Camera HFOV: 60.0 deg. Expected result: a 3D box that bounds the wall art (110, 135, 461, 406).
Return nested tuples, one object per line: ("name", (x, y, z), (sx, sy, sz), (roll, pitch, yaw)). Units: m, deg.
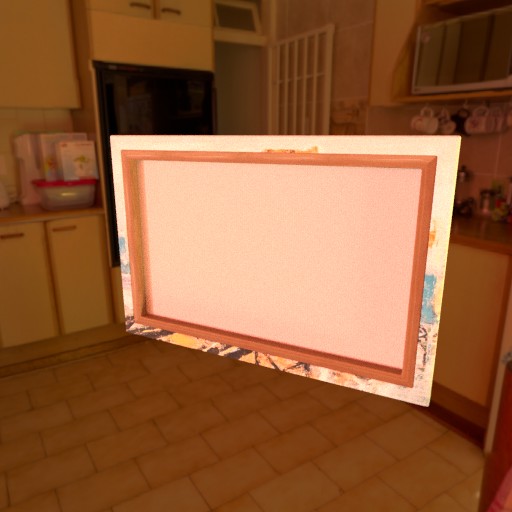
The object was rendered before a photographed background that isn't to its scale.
("wall art", (0.000, 0.000, 1.162), (0.913, 0.609, 0.038), (8, 17, 26))
